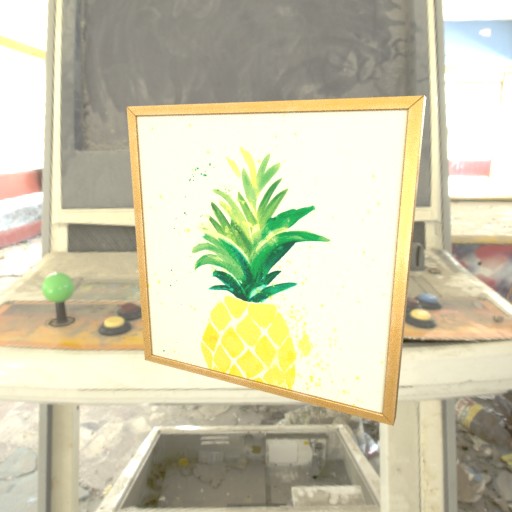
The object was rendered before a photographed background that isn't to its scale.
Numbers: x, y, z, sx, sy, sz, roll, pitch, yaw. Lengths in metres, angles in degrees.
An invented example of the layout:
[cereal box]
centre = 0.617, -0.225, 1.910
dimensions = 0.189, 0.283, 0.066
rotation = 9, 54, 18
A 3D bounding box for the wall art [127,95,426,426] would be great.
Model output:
[wall art]
centre = 0.000, 0.000, 1.157
dimensions = 0.762, 0.760, 0.037
rotation = 7, 17, 25
